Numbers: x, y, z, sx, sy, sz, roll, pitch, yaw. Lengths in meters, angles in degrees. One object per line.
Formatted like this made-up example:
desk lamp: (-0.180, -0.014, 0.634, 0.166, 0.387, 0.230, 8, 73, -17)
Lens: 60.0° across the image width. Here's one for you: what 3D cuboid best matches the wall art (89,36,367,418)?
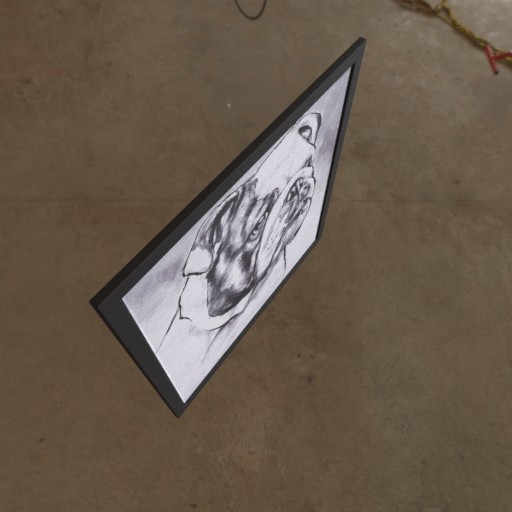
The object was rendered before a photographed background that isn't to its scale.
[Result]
wall art: (0.000, 0.000, 0.807, 0.012, 0.558, 0.562, 32, 64, 18)
